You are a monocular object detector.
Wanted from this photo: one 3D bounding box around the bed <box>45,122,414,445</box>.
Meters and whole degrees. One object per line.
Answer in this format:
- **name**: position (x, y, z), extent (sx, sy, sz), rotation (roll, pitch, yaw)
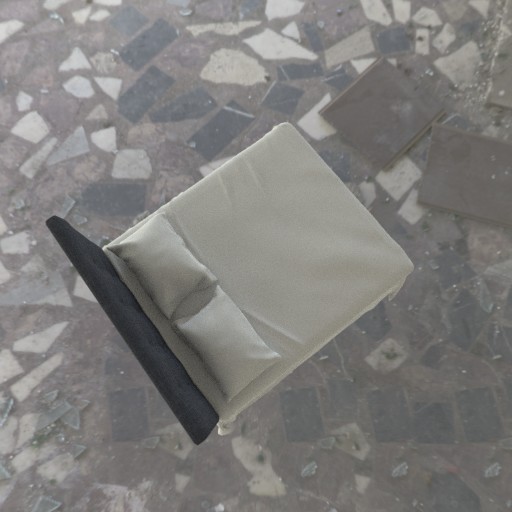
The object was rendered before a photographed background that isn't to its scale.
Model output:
- **bed**: position (0.000, 0.000, 3.468), extent (2.222, 1.577, 1.936), rotation (-36, 79, -9)
